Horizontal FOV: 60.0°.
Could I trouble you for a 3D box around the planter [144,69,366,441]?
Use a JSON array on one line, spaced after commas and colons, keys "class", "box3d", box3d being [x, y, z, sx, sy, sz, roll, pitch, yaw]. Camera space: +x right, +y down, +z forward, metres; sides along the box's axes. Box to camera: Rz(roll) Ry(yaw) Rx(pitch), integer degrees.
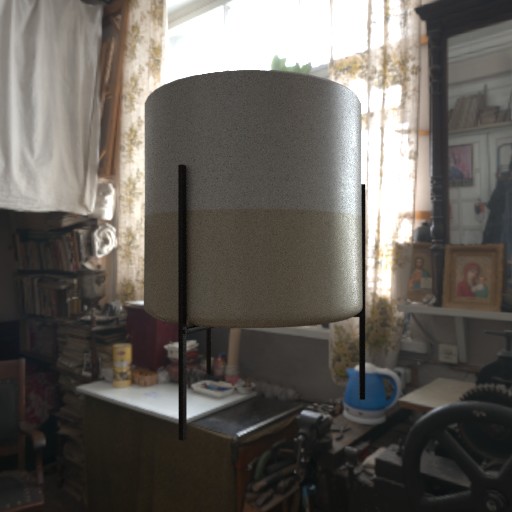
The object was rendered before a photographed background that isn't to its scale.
[{"class": "planter", "box3d": [0.000, 0.000, 0.747, 0.368, 0.484, 0.359, 0, 0, 0]}]
